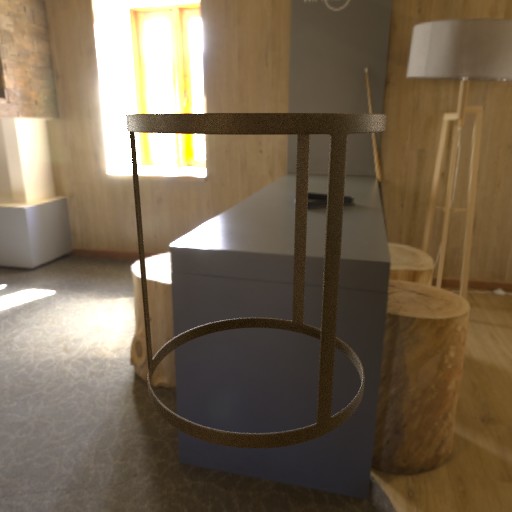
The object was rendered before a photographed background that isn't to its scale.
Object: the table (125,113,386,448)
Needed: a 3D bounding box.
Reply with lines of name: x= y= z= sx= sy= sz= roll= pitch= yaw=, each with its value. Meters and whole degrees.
table: x=0.000 y=0.000 z=0.929 sx=0.480 sy=0.565 sz=0.480 roll=0 pitch=17 yaw=0
